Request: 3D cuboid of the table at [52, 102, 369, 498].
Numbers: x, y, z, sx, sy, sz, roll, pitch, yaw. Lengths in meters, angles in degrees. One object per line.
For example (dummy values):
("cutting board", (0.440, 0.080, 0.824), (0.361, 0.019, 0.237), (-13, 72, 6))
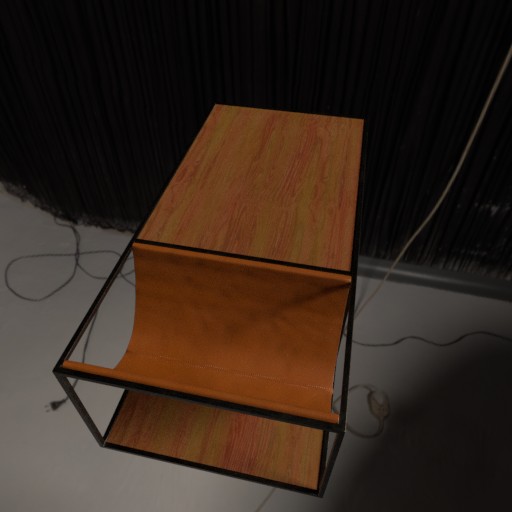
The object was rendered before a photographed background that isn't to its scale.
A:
("table", (0.000, 0.000, 1.414), (0.597, 0.403, 1.199), (9, 46, 8))
